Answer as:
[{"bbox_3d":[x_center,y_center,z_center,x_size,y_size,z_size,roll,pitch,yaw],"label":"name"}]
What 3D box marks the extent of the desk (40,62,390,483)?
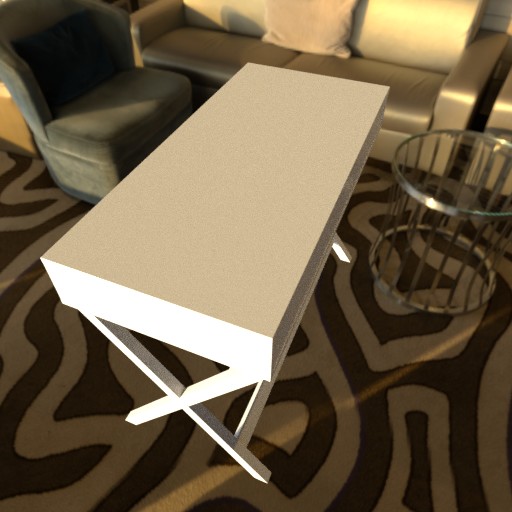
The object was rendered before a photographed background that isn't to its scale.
[{"bbox_3d":[0.000,0.000,1.448,0.509,0.780,1.059,17,48,16],"label":"desk"}]
